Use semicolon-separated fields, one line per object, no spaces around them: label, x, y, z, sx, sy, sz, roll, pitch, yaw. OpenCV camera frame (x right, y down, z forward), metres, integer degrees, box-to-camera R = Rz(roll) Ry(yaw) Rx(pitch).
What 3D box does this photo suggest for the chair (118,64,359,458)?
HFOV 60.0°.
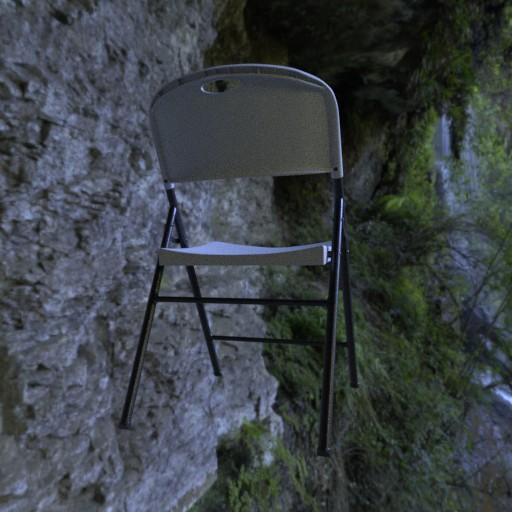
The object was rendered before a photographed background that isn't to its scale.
chair;0.000;0.000;1.206;0.494;0.810;0.566;-1;-2;19
